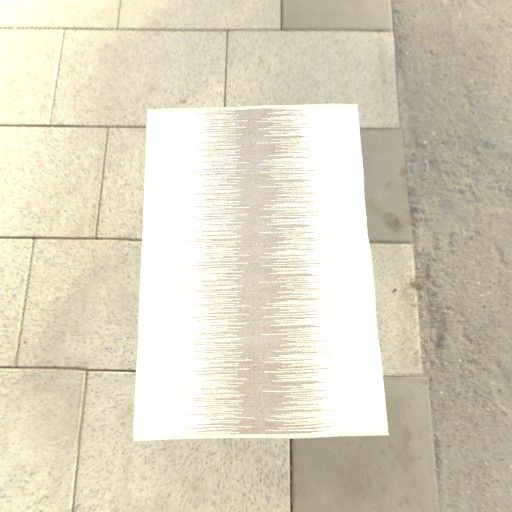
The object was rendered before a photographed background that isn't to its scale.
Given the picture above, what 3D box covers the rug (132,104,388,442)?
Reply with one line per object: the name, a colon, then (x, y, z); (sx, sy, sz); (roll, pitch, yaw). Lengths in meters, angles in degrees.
rug: (0.000, 0.000, 2.351); (1.226, 0.007, 1.815); (-1, 75, 0)
